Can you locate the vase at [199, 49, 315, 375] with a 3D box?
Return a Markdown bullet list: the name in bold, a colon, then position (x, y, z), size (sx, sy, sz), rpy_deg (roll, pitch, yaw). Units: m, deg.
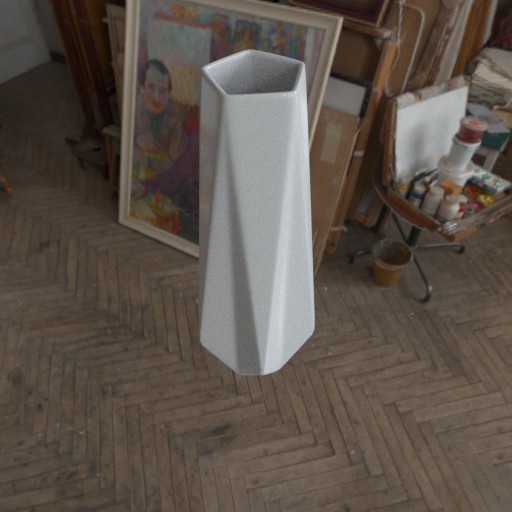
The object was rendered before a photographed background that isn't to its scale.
- **vase**: position (0.000, 0.000, 0.396), size (0.122, 0.329, 0.116), rpy_deg (-5, 48, -5)
